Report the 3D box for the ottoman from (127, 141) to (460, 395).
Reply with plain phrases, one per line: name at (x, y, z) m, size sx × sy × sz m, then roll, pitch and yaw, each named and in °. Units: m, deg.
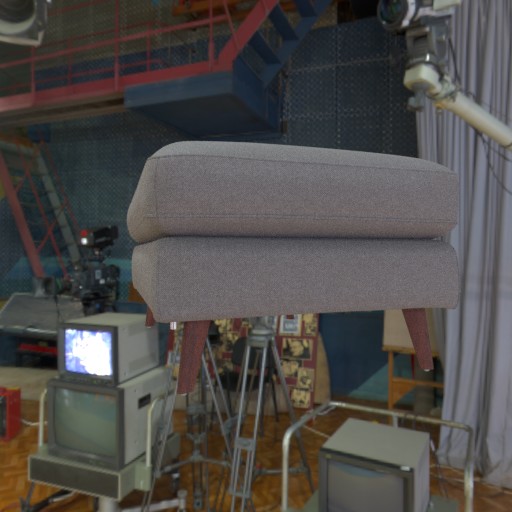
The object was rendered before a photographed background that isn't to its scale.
ottoman at (0.000, 0.000, 1.127) m, size 0.608 × 0.449 × 0.811 m, roll 0°, pitch 0°, yaw -18°
